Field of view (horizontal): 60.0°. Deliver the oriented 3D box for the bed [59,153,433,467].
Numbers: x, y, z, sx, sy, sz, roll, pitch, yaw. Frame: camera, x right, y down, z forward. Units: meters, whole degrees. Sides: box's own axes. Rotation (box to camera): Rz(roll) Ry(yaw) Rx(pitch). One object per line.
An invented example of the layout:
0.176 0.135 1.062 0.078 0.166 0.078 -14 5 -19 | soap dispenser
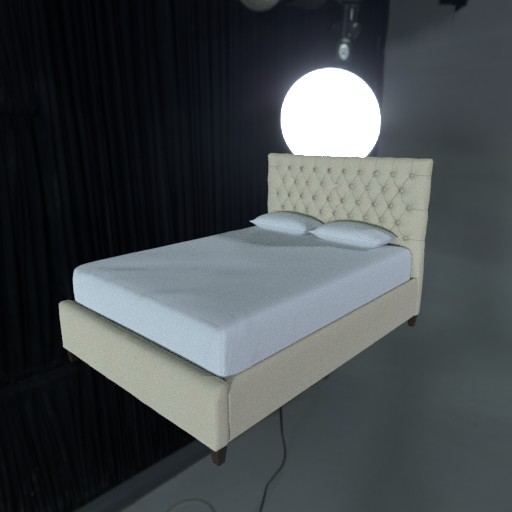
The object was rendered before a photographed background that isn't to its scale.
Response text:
0.000 0.000 3.392 1.698 1.427 2.387 14 20 41 | bed
